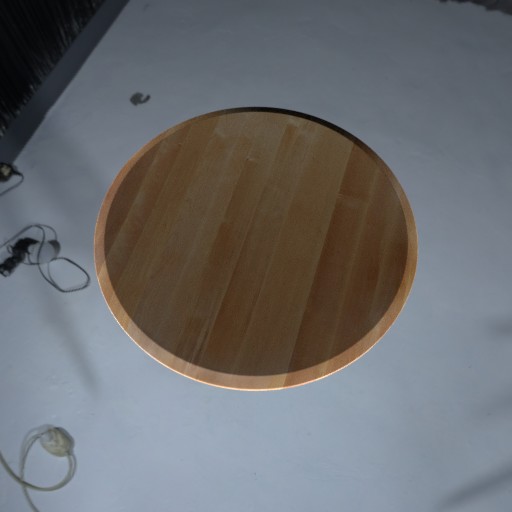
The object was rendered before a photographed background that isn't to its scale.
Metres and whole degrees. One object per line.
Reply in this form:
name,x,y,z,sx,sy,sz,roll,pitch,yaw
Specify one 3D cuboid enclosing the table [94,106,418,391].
table,0.000,0.000,1.419,0.900,0.400,0.900,0,63,0
